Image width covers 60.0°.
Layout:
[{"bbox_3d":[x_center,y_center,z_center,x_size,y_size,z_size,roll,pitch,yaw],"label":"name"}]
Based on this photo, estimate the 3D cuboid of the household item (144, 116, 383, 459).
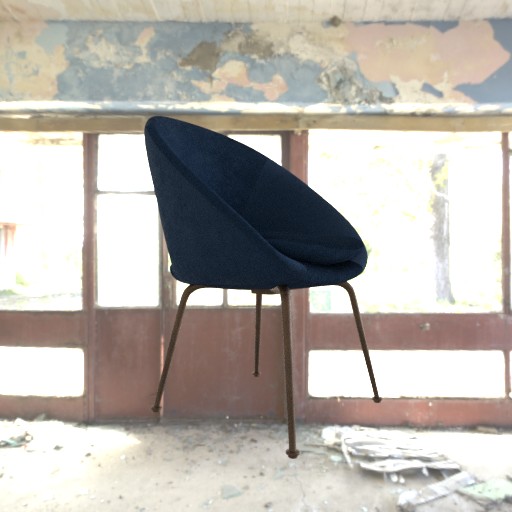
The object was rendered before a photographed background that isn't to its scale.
[{"bbox_3d":[0.000,0.000,1.275,0.573,0.852,0.623,0,0,38],"label":"household item"}]
